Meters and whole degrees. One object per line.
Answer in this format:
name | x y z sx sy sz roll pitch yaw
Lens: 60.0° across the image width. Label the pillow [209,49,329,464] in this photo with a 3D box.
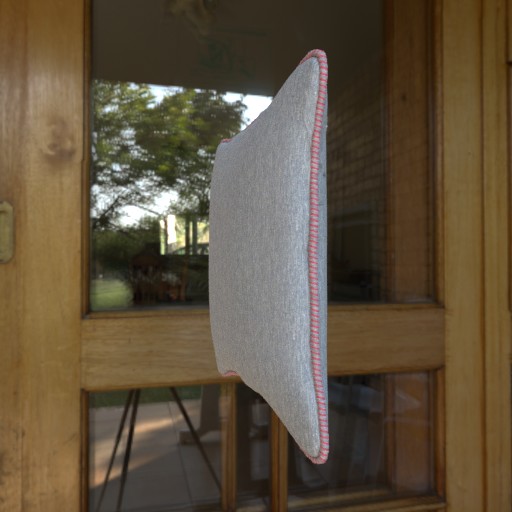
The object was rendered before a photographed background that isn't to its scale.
pillow | 0.000 0.000 0.727 0.124 0.491 0.482 0 -1 -19
